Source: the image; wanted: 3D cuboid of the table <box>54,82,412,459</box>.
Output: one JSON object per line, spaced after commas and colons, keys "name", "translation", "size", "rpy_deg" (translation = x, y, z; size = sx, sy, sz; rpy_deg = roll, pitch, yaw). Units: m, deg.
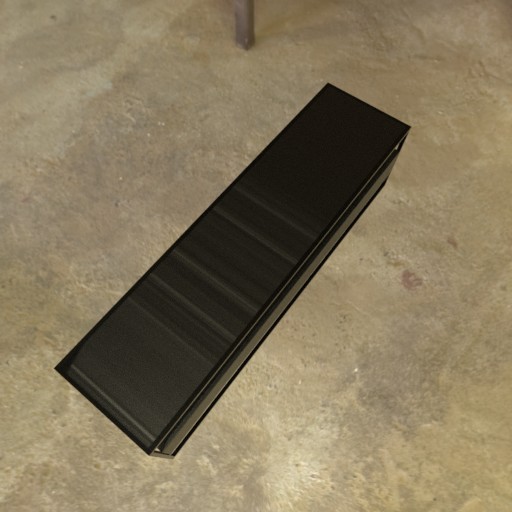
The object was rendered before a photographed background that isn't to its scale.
{"name": "table", "translation": [0.000, 0.000, 1.712], "size": [0.399, 0.395, 1.486], "rpy_deg": [35, 69, 15]}
